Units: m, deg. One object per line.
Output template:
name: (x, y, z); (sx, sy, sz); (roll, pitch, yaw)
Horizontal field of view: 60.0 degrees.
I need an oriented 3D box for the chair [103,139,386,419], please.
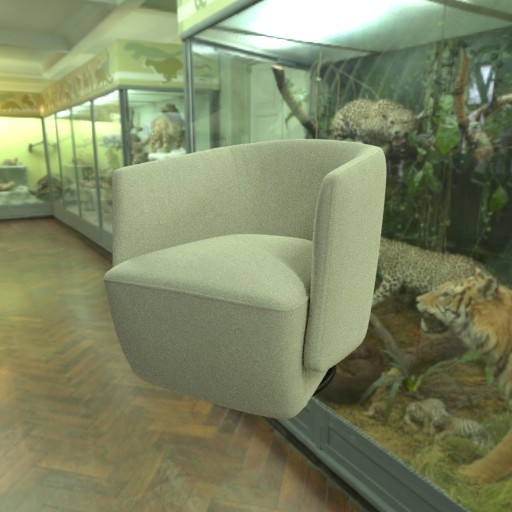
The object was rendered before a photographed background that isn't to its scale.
chair: (0.000, 0.000, 1.649); (0.822, 0.861, 0.986); (7, 15, 26)
